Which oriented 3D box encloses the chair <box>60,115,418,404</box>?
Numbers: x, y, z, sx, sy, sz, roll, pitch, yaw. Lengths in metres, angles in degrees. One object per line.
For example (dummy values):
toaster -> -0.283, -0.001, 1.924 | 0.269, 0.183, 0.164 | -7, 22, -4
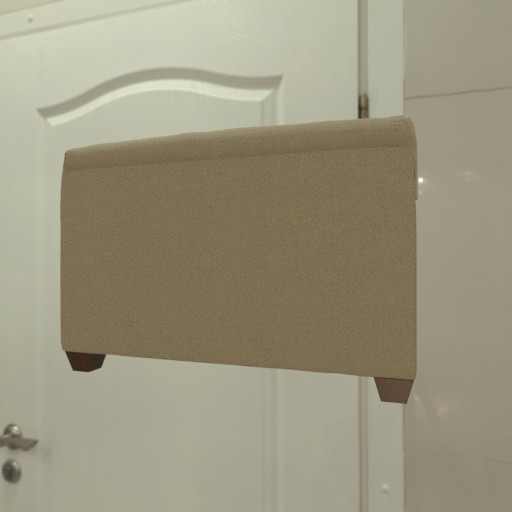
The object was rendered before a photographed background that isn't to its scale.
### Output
chair -> 0.000, 0.000, 2.043 | 1.383, 0.948, 1.000 | 0, 0, 19
